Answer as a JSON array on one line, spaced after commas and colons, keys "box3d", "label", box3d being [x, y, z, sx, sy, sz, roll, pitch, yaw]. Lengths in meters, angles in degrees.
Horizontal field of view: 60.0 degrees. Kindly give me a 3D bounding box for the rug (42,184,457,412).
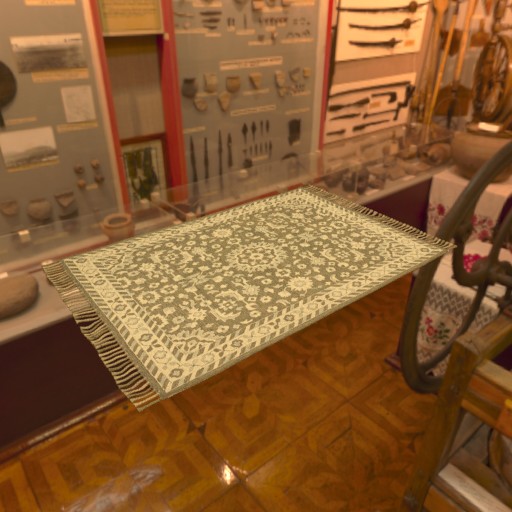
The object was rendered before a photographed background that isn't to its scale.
[{"box3d": [0.000, 0.000, 3.025, 2.431, 0.025, 1.530, -21, 36, -32], "label": "rug"}]
